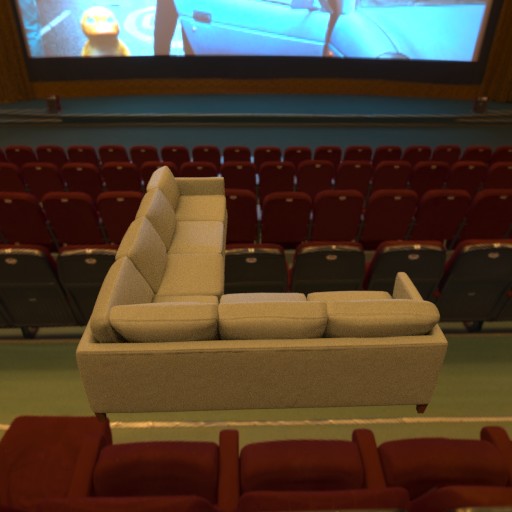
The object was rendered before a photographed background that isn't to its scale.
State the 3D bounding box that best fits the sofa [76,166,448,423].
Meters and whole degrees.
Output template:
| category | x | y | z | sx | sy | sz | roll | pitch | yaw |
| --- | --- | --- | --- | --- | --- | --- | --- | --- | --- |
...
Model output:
| category | x | y | z | sx | sy | sz | roll | pitch | yaw |
| --- | --- | --- | --- | --- | --- | --- | --- | --- | --- |
| sofa | 0.000 | 0.000 | 4.517 | 2.592 | 0.947 | 3.301 | -1 | 31 | -2 |
